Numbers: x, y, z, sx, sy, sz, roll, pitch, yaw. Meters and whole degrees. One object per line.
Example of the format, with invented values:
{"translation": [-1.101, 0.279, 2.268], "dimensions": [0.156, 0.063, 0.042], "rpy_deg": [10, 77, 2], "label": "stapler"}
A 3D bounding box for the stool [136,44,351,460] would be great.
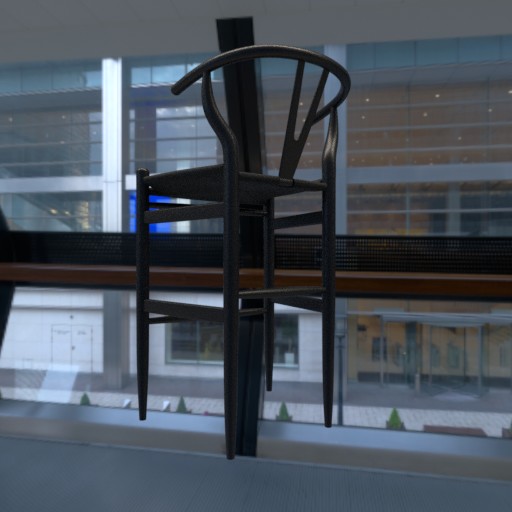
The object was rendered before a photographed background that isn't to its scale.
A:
{"translation": [0.000, 0.000, 1.392], "dimensions": [0.569, 1.072, 0.579], "rpy_deg": [0, 0, -36], "label": "stool"}
